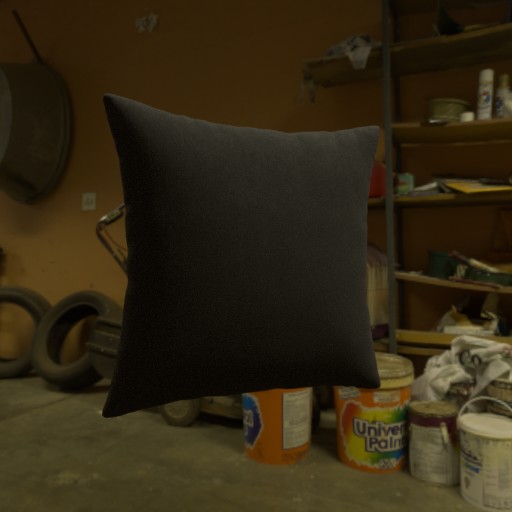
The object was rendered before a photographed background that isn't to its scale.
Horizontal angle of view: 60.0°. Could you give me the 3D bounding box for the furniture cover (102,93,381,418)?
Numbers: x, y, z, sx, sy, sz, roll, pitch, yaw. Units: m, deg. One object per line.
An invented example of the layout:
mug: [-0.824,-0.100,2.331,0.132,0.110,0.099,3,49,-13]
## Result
furniture cover: [0.000,0.000,0.778,0.511,0.509,0.161,0,-1,-19]
